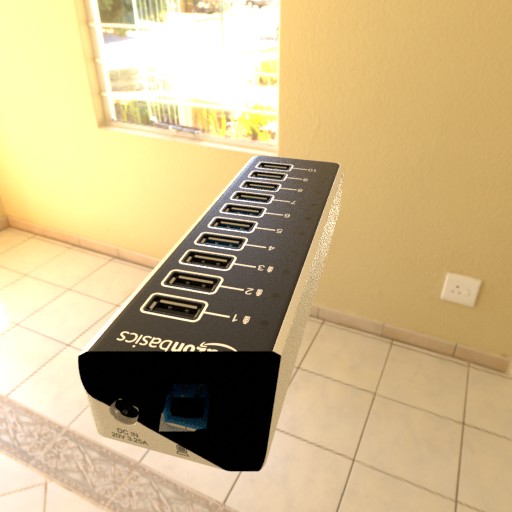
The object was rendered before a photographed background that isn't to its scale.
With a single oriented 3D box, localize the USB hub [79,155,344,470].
[{"bbox_3d":[0.000,0.000,0.156,0.044,0.023,0.145,9,33,14],"label":"USB hub"}]
